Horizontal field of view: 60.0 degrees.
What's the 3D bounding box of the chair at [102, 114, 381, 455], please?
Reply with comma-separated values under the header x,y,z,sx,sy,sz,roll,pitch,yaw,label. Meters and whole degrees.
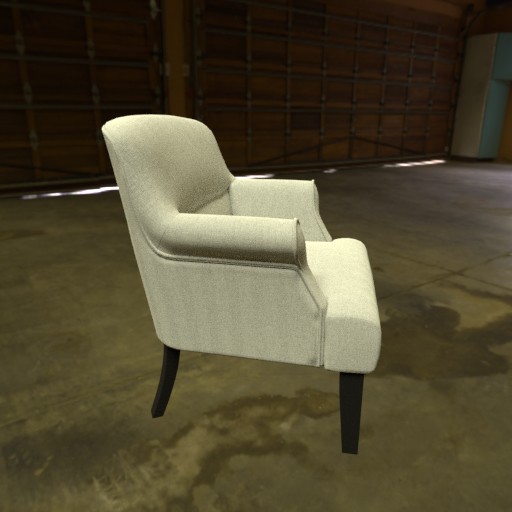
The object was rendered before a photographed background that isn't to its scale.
x,y,z,sx,sy,sz,roll,pitch,yaw,label
0.000,0.000,1.440,0.750,0.875,0.781,3,18,10,chair
